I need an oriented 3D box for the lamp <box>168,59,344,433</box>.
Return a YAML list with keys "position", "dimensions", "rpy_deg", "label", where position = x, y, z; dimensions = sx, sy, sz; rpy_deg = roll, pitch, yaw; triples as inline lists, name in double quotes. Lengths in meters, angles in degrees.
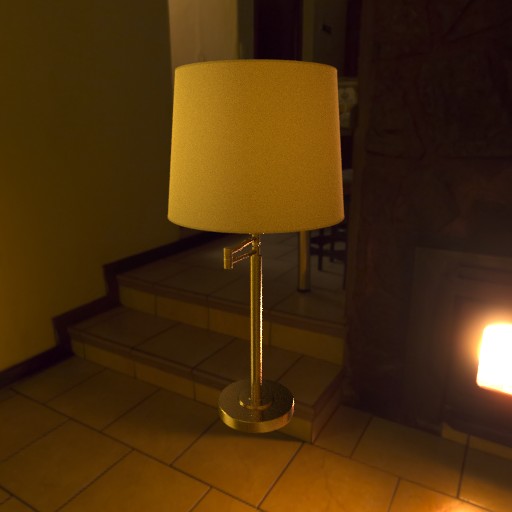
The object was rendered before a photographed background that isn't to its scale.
- position: [0.000, 0.000, 0.874]
  dimensions: [0.333, 0.696, 0.333]
  rpy_deg: [0, 16, 0]
  label: "lamp"
